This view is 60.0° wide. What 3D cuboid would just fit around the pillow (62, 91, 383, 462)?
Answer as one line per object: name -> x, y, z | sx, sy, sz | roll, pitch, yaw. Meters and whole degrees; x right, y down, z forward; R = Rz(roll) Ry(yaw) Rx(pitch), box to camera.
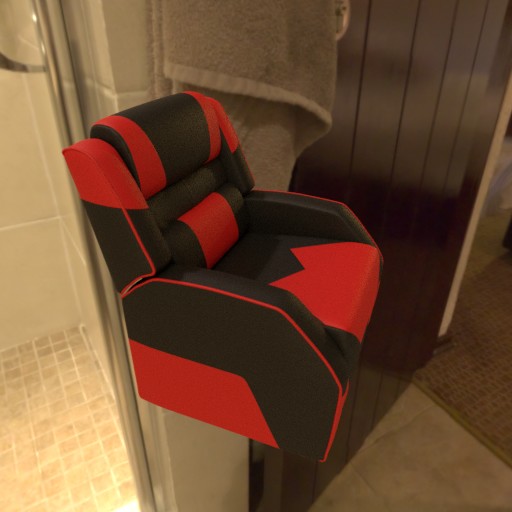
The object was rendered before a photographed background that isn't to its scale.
pillow -> 0.000, 0.000, 1.268 | 0.672, 0.805, 0.620 | 12, 32, 19
